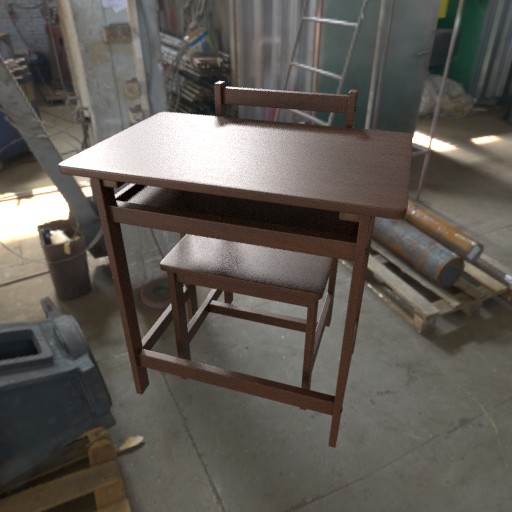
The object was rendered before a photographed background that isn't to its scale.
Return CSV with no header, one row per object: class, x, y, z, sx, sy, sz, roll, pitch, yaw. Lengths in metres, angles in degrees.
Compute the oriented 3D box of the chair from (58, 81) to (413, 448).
chair,0.000,0.000,1.034,0.599,0.673,0.463,10,33,15
